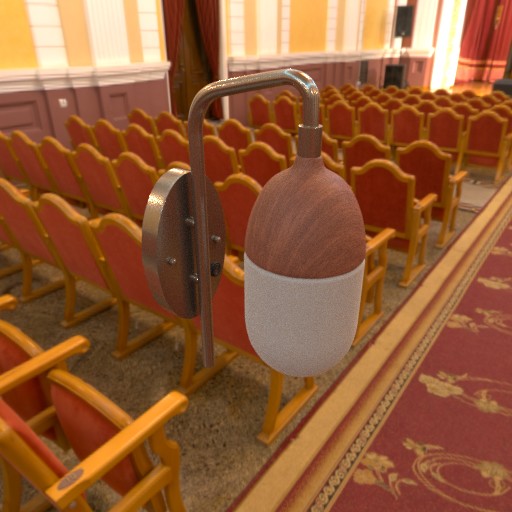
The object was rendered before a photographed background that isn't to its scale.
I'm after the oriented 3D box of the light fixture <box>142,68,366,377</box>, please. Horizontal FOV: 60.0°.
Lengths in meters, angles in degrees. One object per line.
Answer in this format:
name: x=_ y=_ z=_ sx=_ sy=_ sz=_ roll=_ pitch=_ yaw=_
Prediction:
light fixture: x=0.000 y=0.000 z=0.437 sx=0.216 sy=0.343 sz=0.108 roll=18 pitch=32 yaw=32
